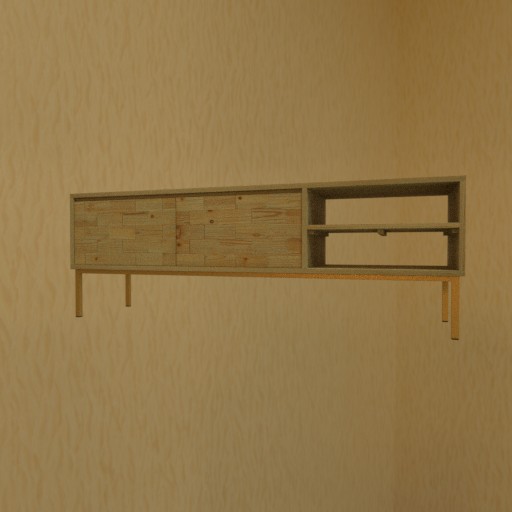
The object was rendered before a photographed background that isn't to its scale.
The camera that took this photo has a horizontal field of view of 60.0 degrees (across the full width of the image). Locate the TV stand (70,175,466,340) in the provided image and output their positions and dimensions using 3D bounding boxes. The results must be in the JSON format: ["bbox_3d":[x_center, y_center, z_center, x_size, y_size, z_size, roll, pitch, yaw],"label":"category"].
[{"bbox_3d":[0.000,0.000,1.918,1.600,0.550,0.420,0,1,18],"label":"TV stand"}]
